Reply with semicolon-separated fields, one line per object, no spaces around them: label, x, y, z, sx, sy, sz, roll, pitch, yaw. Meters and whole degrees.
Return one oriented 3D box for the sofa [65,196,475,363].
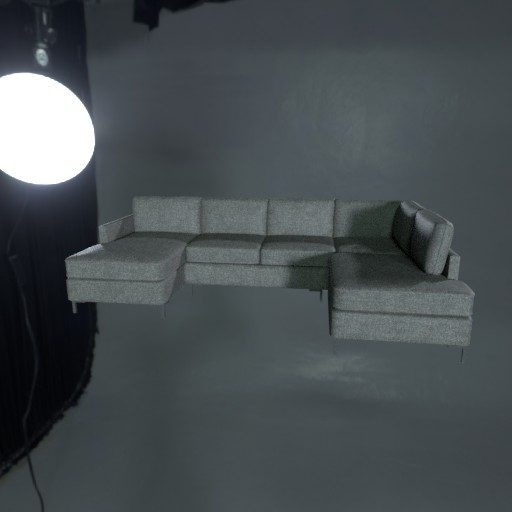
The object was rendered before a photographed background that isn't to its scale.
sofa;0.000;0.000;4.315;3.423;0.999;2.048;2;14;8
